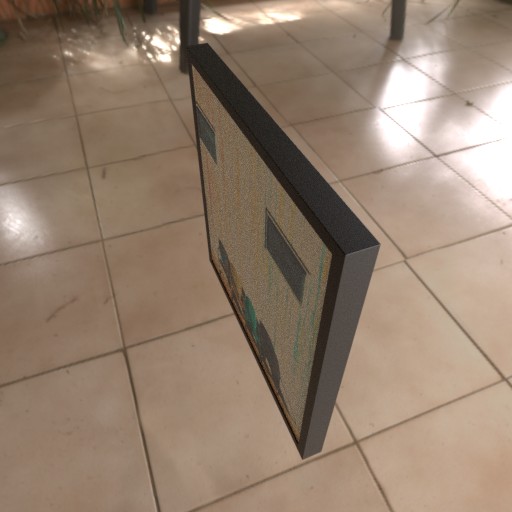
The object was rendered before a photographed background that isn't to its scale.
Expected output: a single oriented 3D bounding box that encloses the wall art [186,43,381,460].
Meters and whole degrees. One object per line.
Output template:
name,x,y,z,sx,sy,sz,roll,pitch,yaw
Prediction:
wall art,0.000,0.000,0.742,0.037,0.506,0.506,-17,49,-15
